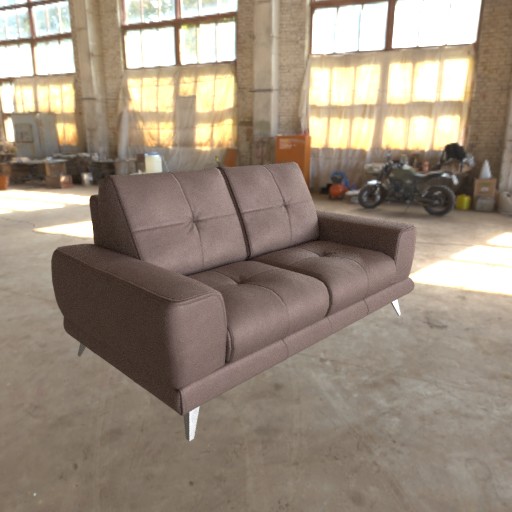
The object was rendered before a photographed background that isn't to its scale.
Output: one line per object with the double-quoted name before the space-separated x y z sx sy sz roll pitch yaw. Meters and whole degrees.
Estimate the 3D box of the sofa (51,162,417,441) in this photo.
"sofa" 0.000 0.000 2.374 1.018 0.907 1.806 15 21 42
